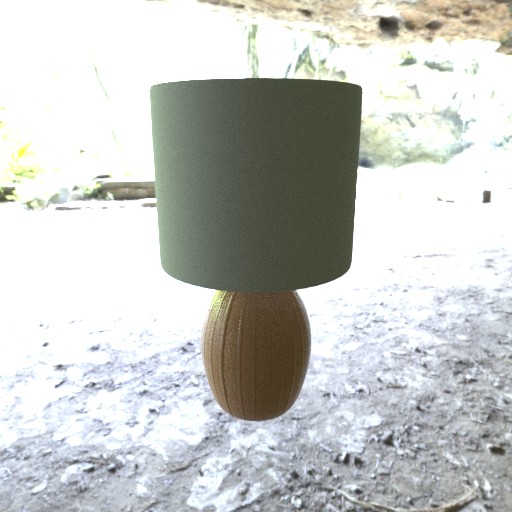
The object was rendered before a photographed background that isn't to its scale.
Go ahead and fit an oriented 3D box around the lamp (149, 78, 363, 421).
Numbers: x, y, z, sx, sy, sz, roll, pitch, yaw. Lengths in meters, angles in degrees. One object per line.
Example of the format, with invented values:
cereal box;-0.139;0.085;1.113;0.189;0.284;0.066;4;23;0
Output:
lamp;0.000;0.000;0.774;0.329;0.570;0.329;0;16;0
